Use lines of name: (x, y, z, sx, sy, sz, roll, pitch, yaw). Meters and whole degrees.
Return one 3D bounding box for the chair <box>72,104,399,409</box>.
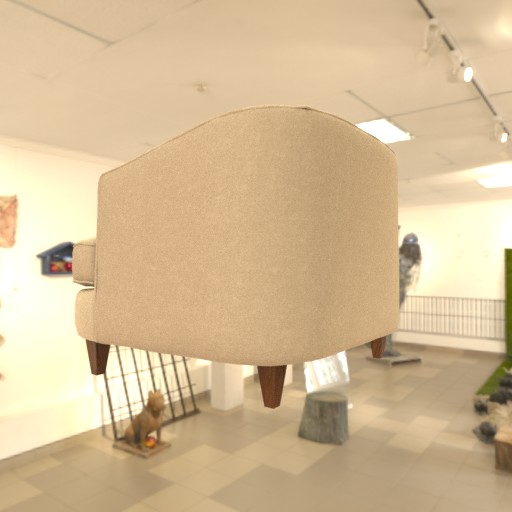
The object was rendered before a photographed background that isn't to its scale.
chair: (0.000, 0.000, 1.771, 0.941, 0.852, 1.104, 0, -1, 37)
